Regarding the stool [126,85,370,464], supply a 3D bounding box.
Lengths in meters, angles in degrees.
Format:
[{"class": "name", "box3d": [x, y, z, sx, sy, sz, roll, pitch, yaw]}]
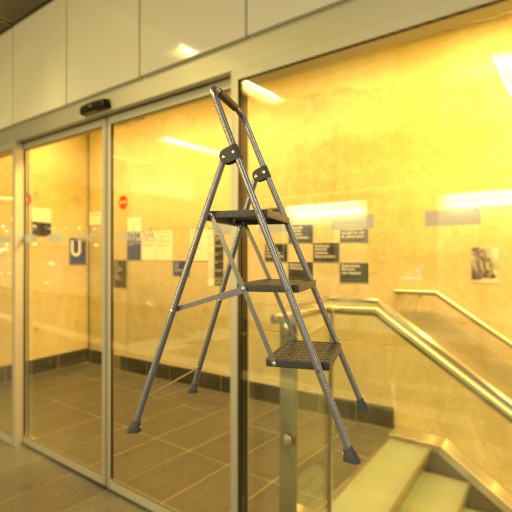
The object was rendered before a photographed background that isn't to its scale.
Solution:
[{"class": "stool", "box3d": [0.000, 0.000, 1.521, 0.733, 1.121, 0.473, 0, 0, 17]}]
